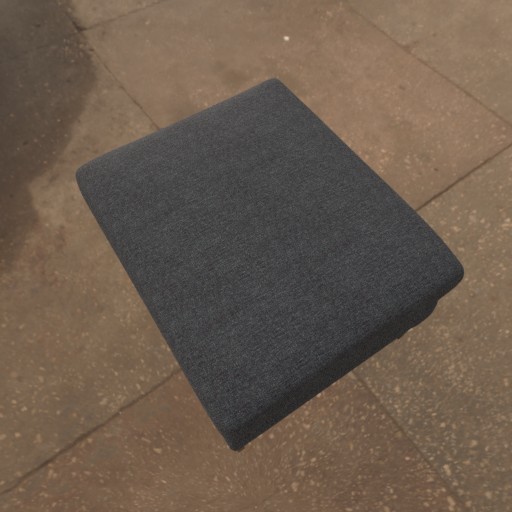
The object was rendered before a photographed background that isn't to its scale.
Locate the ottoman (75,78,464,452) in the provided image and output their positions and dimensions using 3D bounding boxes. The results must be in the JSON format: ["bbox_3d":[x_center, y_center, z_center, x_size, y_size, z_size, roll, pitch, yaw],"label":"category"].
[{"bbox_3d":[0.000,0.000,1.311,0.695,0.533,0.831,-30,65,-16],"label":"ottoman"}]
